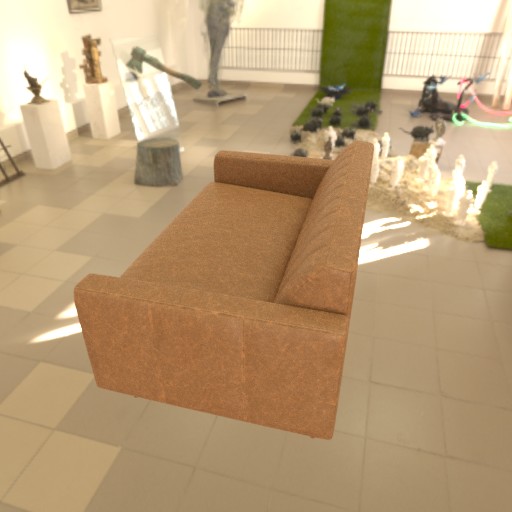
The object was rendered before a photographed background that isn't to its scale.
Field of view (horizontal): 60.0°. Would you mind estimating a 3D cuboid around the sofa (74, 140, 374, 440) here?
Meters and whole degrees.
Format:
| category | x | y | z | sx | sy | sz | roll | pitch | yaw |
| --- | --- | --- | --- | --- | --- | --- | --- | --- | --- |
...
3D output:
| category | x | y | z | sx | sy | sz | roll | pitch | yaw |
| --- | --- | --- | --- | --- | --- | --- | --- | --- | --- |
| sofa | 0.000 | 0.000 | 2.139 | 0.960 | 0.820 | 1.549 | 8 | 32 | 13 |
